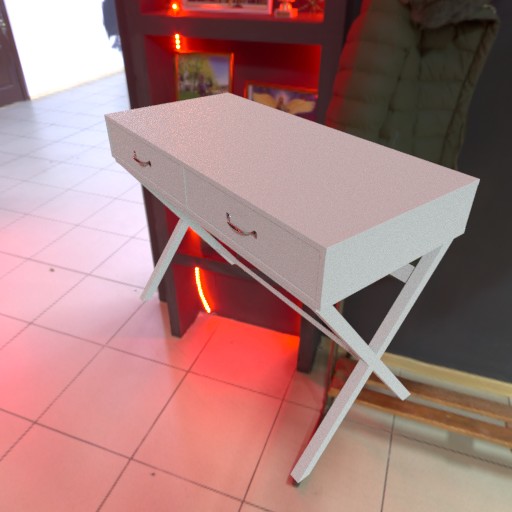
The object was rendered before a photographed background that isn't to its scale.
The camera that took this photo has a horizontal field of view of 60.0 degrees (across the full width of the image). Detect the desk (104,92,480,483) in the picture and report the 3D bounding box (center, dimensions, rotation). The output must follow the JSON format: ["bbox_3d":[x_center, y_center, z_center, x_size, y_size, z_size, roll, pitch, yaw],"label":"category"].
[{"bbox_3d":[0.000,0.000,1.479,0.525,0.780,1.057,-23,40,-30],"label":"desk"}]
